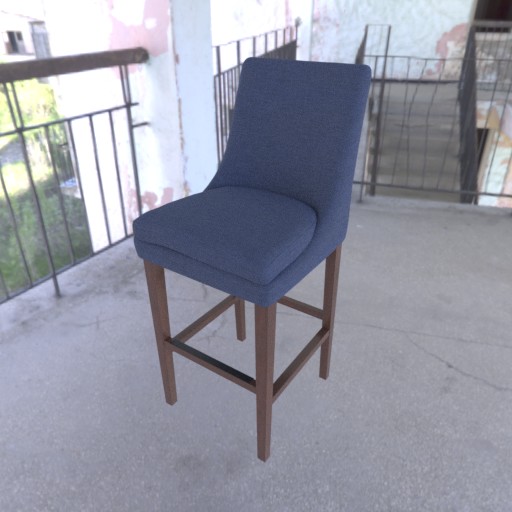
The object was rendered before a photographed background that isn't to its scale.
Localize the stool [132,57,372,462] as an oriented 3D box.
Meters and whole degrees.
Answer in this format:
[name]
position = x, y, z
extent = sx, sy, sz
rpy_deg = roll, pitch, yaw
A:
[stool]
position = 0.000, 0.000, 1.376
extent = 0.470, 1.078, 0.577
rpy_deg = 19, 34, 30
